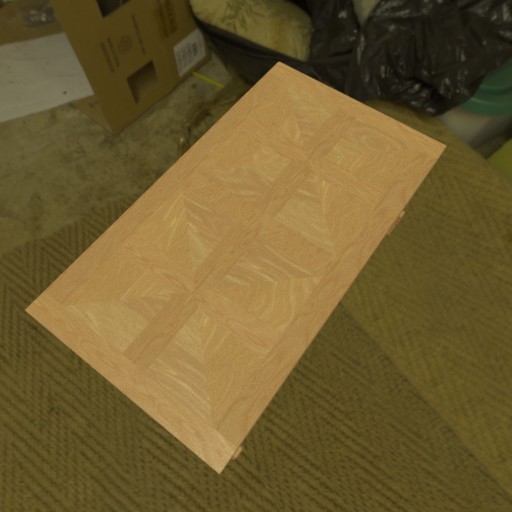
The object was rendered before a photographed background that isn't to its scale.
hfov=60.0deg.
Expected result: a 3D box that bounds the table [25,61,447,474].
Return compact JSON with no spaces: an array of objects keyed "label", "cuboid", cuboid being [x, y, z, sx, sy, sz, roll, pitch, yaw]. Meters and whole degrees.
[{"label":"table","cuboid":[0.000,0.000,1.630,0.711,0.507,1.270,33,68,15]}]
